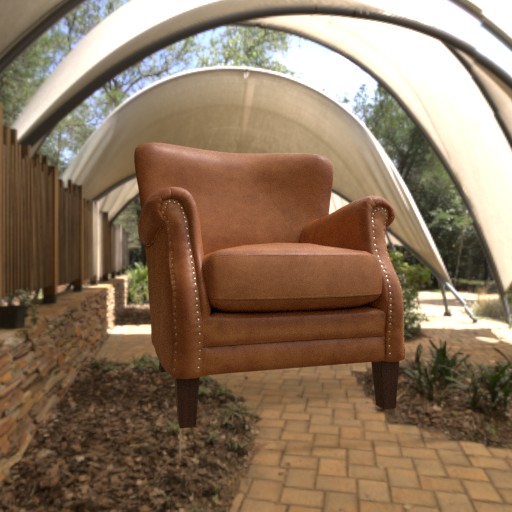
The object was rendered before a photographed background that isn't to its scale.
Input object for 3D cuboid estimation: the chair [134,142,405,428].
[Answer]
[{"bbox_3d":[0.000,0.000,1.649,0.861,0.936,0.921,0,0,-17],"label":"chair"}]
